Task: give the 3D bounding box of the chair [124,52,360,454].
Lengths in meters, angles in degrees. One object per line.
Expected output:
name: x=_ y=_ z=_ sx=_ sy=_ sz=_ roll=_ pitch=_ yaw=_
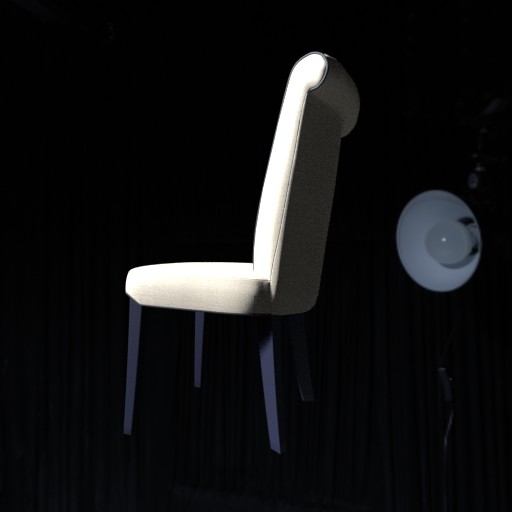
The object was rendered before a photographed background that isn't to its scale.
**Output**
chair: x=0.000 y=0.000 z=1.373 sx=0.623 sy=0.997 sz=0.522 roll=0 pitch=0 yaw=17
